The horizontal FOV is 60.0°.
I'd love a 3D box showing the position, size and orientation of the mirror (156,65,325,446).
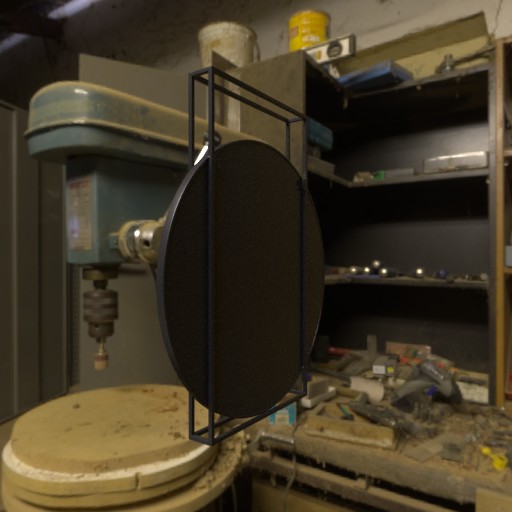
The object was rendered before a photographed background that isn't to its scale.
[{"bbox_3d":[0.000,0.000,0.844,0.051,0.603,0.508,0,0,35],"label":"mirror"}]
